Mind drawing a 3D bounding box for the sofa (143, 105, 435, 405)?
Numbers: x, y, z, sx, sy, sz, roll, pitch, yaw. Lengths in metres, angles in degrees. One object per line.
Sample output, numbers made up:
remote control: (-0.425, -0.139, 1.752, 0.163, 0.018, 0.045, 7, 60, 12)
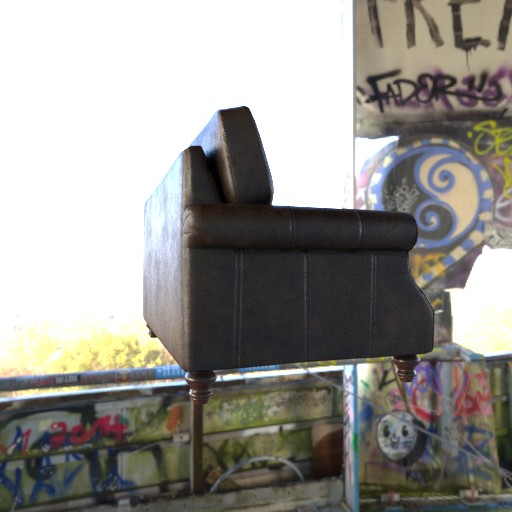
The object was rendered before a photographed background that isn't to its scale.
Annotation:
sofa: (0.000, 0.000, 2.215, 0.990, 0.976, 1.616, 0, -1, -19)
